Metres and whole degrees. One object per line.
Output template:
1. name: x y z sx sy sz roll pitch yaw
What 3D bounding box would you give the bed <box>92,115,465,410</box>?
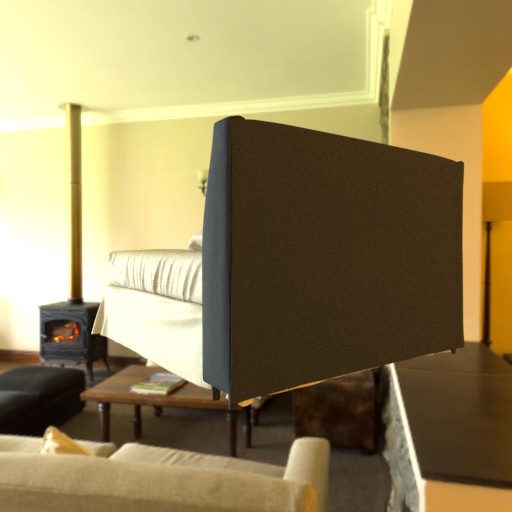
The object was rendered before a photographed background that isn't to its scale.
1. bed: 0.000 0.000 3.394 1.925 1.332 2.276 -1 2 -36
